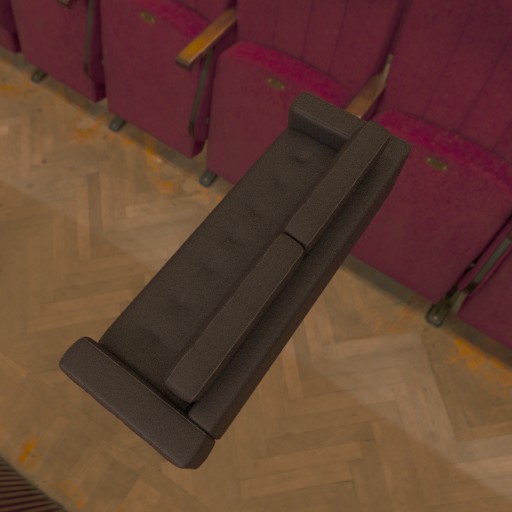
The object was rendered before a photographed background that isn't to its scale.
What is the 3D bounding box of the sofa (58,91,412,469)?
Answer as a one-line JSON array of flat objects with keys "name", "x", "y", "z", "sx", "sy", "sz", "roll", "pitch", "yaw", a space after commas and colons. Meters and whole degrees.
[{"name": "sofa", "x": 0.000, "y": 0.000, "z": 2.629, "sx": 0.833, "sy": 0.893, "sz": 2.275, "roll": 33, "pitch": 68, "yaw": 15}]
